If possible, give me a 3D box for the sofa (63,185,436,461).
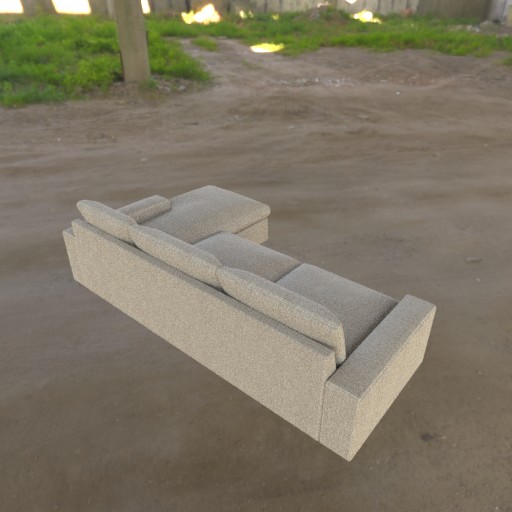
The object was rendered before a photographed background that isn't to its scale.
[{"bbox_3d":[0.000,0.000,3.466,2.718,0.813,1.689,23,38,33],"label":"sofa"}]
